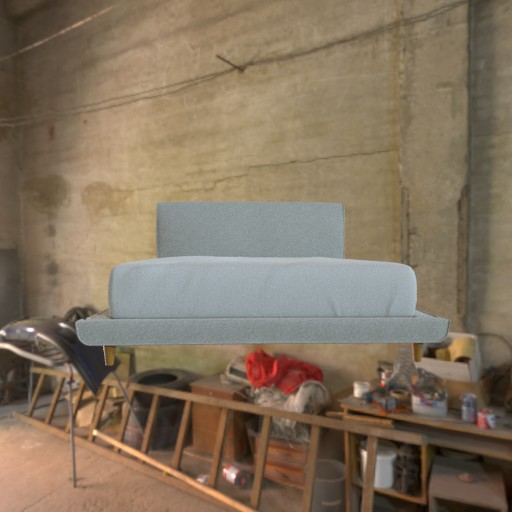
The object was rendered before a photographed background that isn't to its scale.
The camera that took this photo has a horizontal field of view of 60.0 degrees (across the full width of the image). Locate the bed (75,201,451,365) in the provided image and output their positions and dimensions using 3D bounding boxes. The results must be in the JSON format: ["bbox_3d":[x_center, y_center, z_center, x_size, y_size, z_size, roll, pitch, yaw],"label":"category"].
[{"bbox_3d":[0.000,0.000,3.564,1.980,1.126,2.498,0,1,-2],"label":"bed"}]
